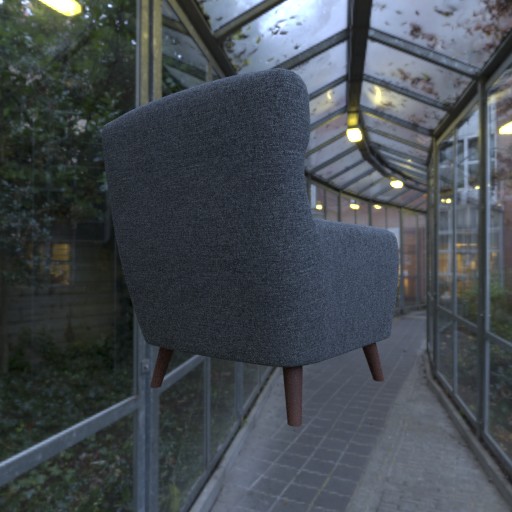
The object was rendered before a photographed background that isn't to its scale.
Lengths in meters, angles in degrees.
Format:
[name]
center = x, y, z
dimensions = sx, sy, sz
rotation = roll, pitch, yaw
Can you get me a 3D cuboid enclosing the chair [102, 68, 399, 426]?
[chair]
center = 0.000, 0.000, 1.769
dimensions = 0.889, 1.039, 0.940
rotation = -1, -1, 38
